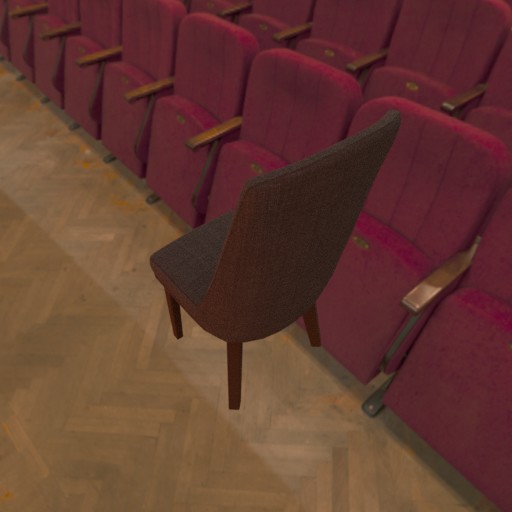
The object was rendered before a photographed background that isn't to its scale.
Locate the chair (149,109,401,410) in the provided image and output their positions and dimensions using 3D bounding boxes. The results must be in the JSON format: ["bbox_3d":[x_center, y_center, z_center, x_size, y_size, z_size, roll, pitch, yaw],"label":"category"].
[{"bbox_3d":[0.000,0.000,1.349,0.510,1.050,0.577,-31,53,-26],"label":"chair"}]
